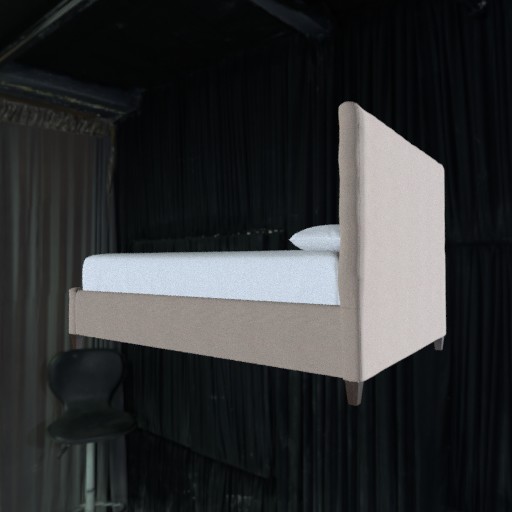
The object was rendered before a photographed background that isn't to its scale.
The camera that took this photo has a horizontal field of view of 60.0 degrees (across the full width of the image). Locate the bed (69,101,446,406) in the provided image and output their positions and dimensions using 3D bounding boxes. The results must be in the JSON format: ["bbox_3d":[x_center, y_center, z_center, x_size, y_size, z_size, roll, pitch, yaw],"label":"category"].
[{"bbox_3d":[0.000,0.000,3.412,2.387,1.427,1.698,-1,-1,36],"label":"bed"}]
